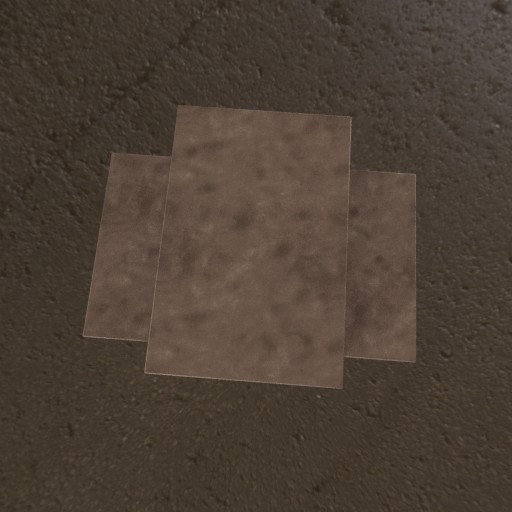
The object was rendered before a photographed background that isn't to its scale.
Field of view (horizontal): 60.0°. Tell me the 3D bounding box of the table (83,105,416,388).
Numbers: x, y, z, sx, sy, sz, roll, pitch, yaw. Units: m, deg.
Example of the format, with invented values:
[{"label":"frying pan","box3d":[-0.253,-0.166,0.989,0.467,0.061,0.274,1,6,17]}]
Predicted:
[{"label":"table","box3d":[0.000,0.000,2.089,1.443,0.700,1.100,4,77,1]}]
